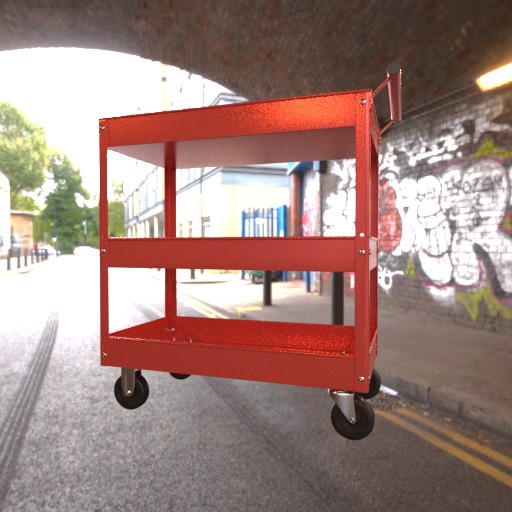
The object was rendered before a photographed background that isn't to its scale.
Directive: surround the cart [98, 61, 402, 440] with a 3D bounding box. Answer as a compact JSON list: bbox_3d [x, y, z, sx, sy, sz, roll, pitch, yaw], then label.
[{"bbox_3d":[0.000,0.000,1.163,0.719,0.780,0.366,0,1,18],"label":"cart"}]
